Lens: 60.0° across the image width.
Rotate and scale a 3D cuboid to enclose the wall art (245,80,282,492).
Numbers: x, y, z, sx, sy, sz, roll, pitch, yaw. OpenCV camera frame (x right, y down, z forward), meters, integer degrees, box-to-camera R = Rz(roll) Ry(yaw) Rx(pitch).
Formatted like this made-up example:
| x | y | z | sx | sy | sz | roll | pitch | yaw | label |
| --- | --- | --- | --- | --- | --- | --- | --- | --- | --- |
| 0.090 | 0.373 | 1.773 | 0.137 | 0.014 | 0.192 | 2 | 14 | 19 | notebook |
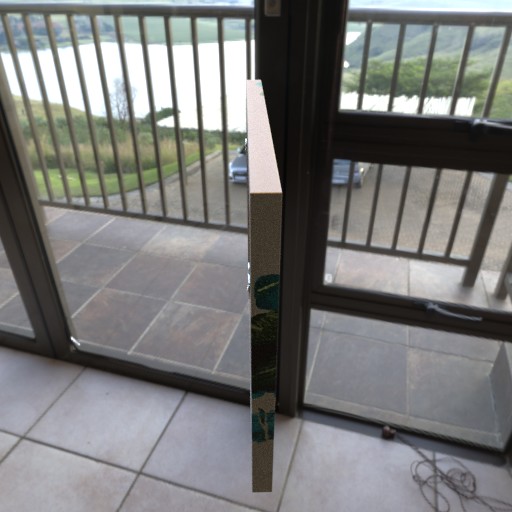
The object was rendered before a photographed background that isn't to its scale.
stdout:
| x | y | z | sx | sy | sz | roll | pitch | yaw | label |
| --- | --- | --- | --- | --- | --- | --- | --- | --- | --- |
| 0.000 | 0.000 | 0.978 | 0.043 | 0.610 | 0.711 | -1 | 32 | -1 | wall art |
